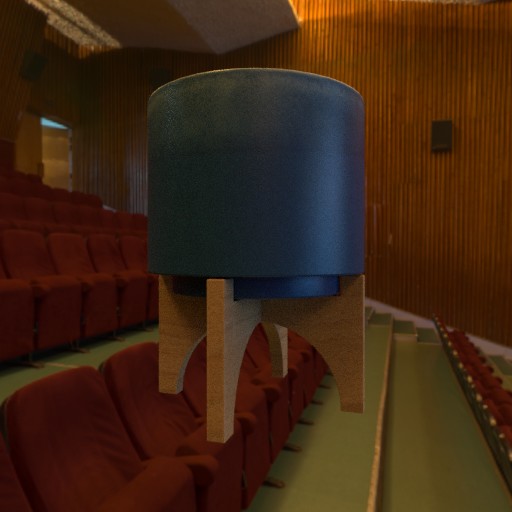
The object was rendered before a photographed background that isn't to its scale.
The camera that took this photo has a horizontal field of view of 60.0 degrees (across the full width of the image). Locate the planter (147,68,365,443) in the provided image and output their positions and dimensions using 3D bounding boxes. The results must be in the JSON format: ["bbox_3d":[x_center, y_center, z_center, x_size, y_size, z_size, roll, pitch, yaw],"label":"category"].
[{"bbox_3d":[0.000,0.000,0.405,0.192,0.263,0.192,0,0,0],"label":"planter"}]
